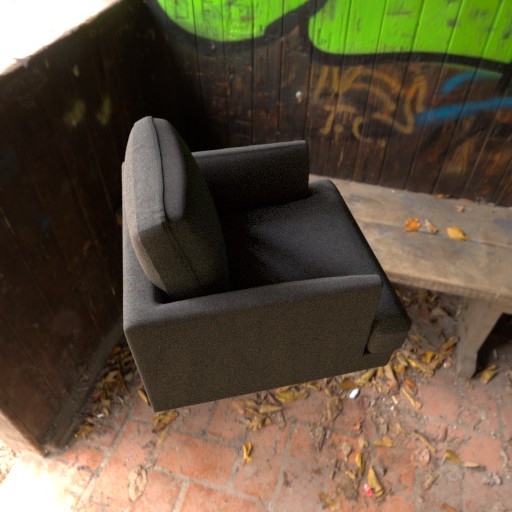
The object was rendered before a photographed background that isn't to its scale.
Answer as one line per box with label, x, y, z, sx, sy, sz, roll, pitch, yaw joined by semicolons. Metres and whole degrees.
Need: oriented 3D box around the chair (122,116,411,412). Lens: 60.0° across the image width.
chair;0.000;0.000;1.672;0.899;0.957;0.858;-9;46;-8
